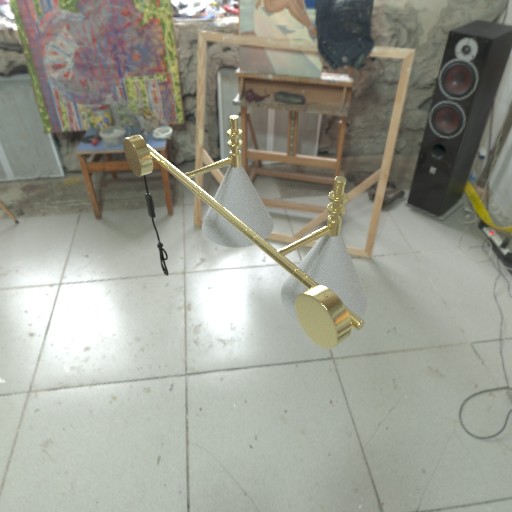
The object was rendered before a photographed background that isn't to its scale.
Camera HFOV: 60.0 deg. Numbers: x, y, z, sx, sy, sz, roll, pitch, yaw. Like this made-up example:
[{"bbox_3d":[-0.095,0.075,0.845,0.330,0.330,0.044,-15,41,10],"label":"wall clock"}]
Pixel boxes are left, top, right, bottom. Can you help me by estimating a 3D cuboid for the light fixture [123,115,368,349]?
[{"bbox_3d":[0.000,0.000,0.878,0.239,0.468,0.642,-26,47,-27],"label":"light fixture"}]
